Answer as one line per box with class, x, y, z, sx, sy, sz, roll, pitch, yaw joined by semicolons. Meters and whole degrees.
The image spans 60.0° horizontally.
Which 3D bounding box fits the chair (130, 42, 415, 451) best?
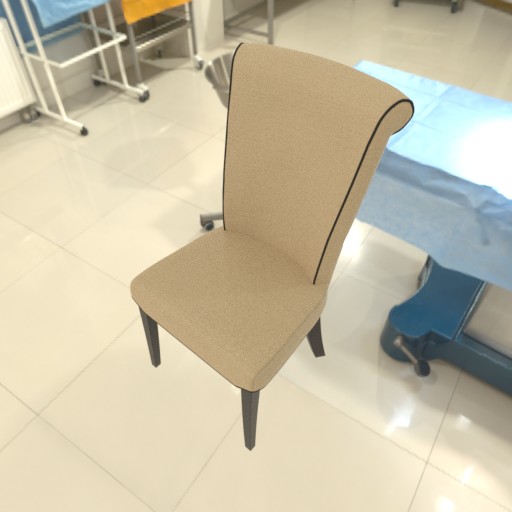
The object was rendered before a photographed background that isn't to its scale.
chair;0.000;0.000;1.336;0.522;0.997;0.623;32;54;27
